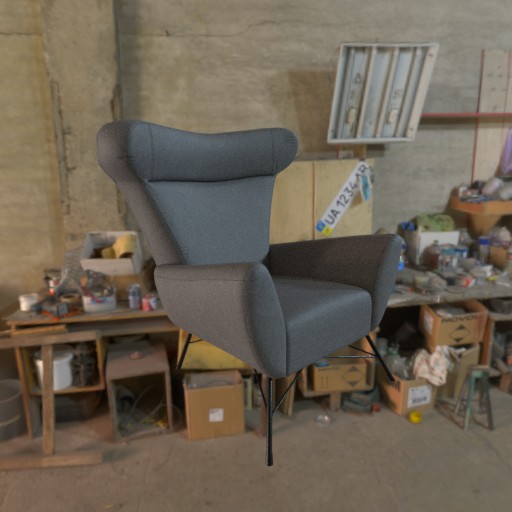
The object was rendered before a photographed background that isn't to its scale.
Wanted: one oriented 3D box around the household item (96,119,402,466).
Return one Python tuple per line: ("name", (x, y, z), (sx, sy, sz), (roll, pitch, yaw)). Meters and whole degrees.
("household item", (0.000, 0.000, 1.801), (0.980, 1.050, 0.900), (-12, 18, -43))
